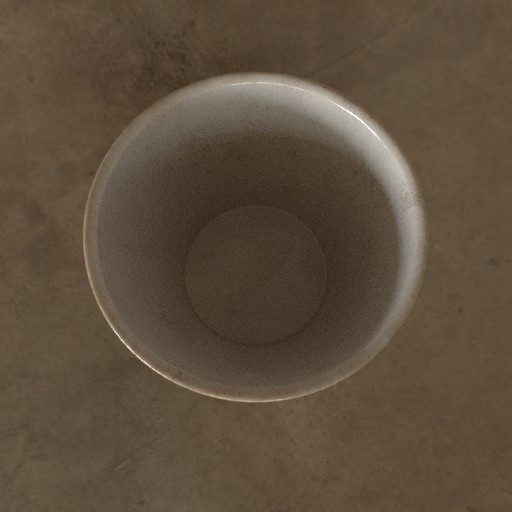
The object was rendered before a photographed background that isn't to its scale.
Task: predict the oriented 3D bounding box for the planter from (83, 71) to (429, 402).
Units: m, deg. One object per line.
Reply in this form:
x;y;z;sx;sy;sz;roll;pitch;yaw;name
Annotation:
0.000;0.000;0.327;0.192;0.165;0.192;0;76;0;planter
